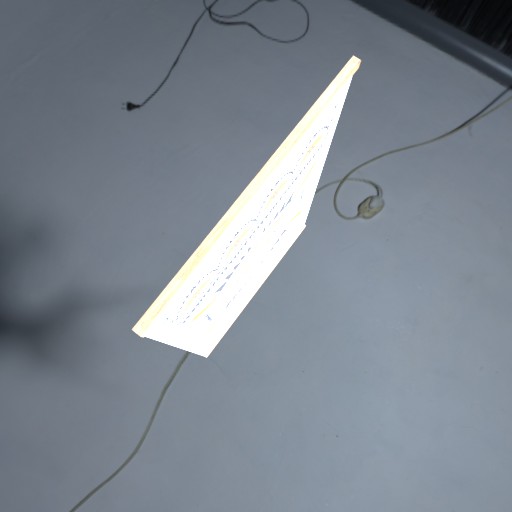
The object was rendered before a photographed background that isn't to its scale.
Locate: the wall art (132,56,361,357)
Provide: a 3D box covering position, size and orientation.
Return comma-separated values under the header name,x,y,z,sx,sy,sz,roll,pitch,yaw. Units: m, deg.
name,x,y,z,sx,sy,sz,roll,pitch,yaw
wall art,0.000,0.000,1.944,0.028,1.533,0.999,36,78,9
